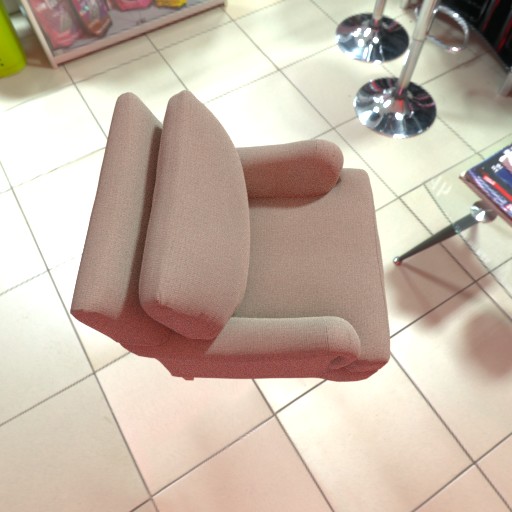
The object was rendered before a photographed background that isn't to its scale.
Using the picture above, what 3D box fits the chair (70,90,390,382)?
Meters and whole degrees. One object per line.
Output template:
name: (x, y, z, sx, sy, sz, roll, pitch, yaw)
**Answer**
chair: (0.000, 0.000, 1.866, 1.070, 1.038, 0.955, 1, 63, 0)
